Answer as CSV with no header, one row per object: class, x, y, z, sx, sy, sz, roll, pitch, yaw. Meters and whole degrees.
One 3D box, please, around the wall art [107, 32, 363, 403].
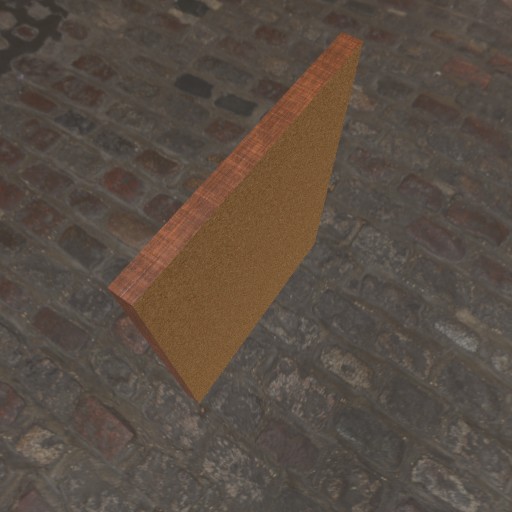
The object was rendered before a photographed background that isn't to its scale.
wall art,0.000,0.000,0.771,0.033,0.567,0.467,31,67,15
